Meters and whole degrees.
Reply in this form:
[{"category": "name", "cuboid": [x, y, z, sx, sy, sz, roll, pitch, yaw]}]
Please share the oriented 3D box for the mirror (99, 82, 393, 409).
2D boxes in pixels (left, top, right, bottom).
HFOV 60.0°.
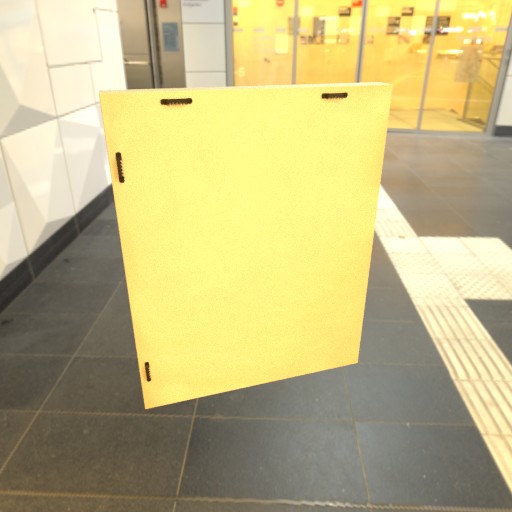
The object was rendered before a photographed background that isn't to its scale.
[{"category": "mirror", "cuboid": [0.000, 0.000, 0.712, 0.406, 0.509, 0.041, -8, 27, -16]}]
